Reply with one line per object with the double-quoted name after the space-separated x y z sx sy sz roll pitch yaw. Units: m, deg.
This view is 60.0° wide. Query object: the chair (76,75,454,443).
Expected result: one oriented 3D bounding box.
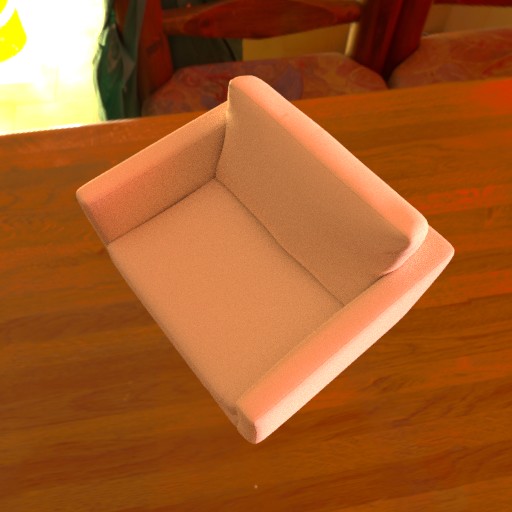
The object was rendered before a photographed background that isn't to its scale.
0.000 0.000 1.690 0.878 0.885 1.019 -36 68 -17 "chair"
